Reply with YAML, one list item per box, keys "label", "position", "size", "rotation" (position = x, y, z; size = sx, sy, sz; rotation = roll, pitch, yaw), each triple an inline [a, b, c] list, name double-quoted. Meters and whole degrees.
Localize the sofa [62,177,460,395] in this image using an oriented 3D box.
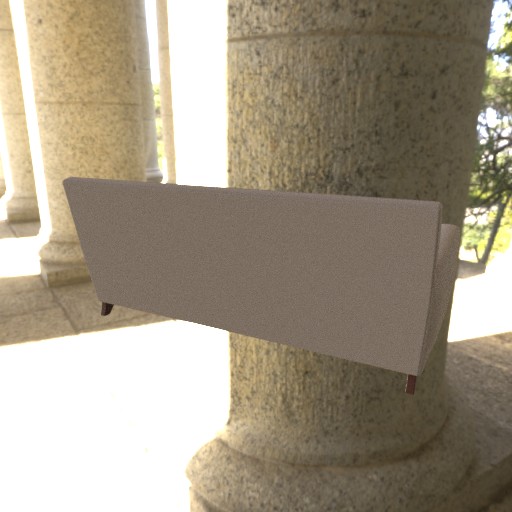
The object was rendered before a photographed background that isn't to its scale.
- label: "sofa"
  position: [0.000, 0.000, 2.443]
  size: [2.000, 0.846, 0.875]
  rotation: [8, 18, 26]
